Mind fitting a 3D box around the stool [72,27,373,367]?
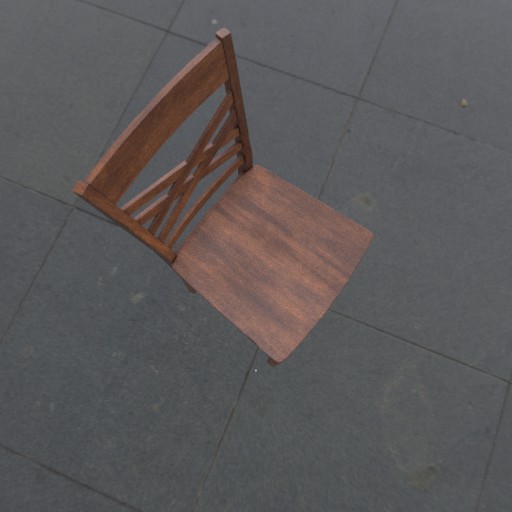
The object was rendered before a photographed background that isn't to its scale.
[{"bbox_3d":[0.000,0.000,1.301,0.504,1.098,0.426,36,78,9],"label":"stool"}]
